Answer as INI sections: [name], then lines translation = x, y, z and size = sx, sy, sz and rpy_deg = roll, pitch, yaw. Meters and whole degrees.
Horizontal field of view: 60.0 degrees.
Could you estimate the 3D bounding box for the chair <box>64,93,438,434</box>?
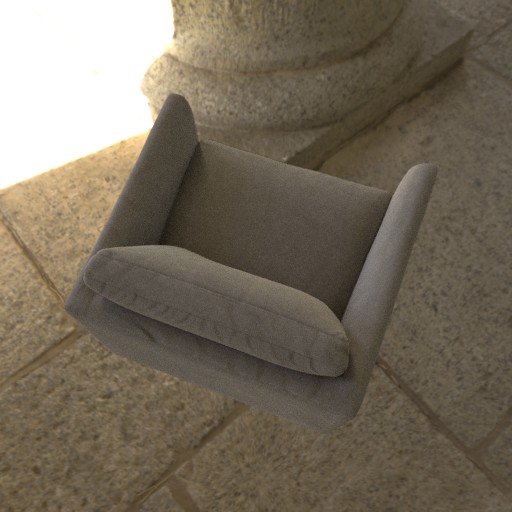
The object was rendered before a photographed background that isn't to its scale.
[chair]
translation = 0.000, 0.000, 1.868
size = 1.190, 0.845, 1.091
rpy_deg = 18, 65, 9
